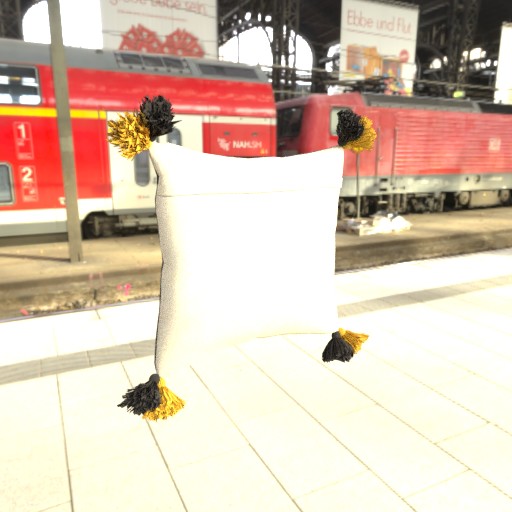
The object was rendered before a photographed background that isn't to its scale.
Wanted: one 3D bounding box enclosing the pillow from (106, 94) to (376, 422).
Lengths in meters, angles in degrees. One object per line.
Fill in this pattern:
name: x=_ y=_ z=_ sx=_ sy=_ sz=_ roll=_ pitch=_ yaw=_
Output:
pillow: x=0.000 y=0.000 z=0.995 sx=0.654 sy=0.659 sz=0.139 roll=-7 pitch=14 yaw=-28
